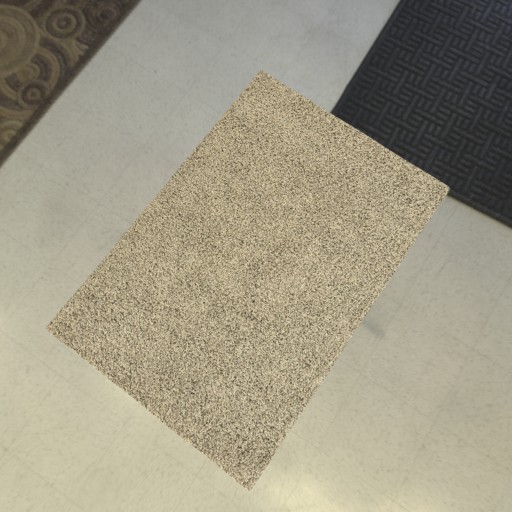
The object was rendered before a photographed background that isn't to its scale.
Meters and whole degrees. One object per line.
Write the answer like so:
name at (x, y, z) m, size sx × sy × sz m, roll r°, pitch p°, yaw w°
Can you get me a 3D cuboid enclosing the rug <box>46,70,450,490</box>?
rug at (0.000, 0.000, 2.225) m, size 1.219 × 0.030 × 1.778 m, roll 35°, pitch 78°, yaw 8°
